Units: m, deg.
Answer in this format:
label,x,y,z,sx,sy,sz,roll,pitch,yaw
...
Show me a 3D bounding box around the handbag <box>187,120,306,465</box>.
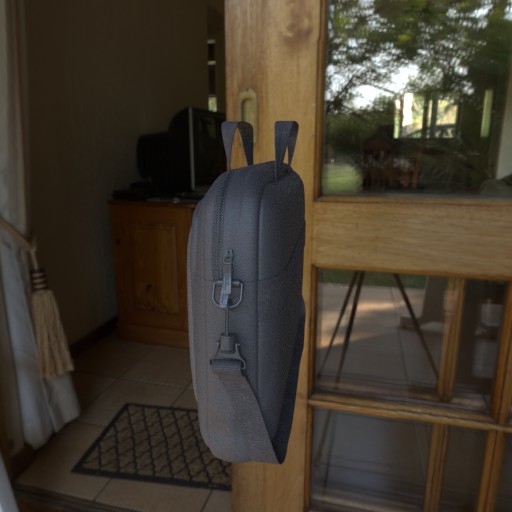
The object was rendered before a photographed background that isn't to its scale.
label,x,y,z,sx,sy,sz,roll,pitch,yaw
handbag,0.000,0.000,0.422,0.089,0.244,0.320,2,14,9
